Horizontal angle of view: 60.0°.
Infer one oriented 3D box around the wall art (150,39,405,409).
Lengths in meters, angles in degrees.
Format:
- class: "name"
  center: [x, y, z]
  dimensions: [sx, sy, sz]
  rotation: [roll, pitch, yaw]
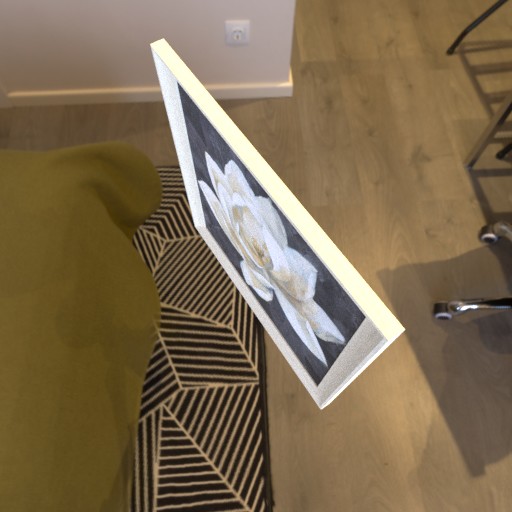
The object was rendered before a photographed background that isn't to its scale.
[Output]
- class: "wall art"
  center: [0.000, 0.000, 1.517]
  dimensions: [0.045, 1.016, 1.016]
  rotation: [-30, 68, -14]
